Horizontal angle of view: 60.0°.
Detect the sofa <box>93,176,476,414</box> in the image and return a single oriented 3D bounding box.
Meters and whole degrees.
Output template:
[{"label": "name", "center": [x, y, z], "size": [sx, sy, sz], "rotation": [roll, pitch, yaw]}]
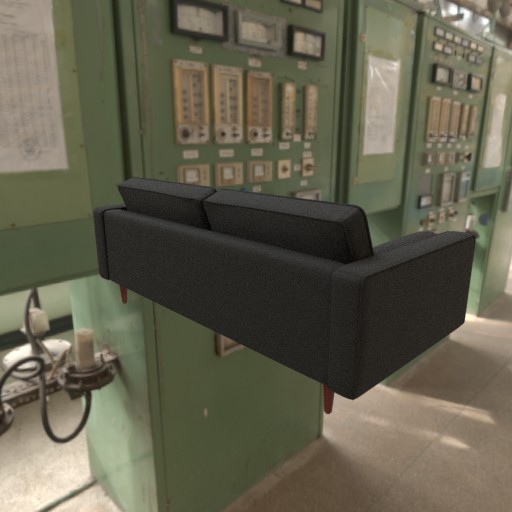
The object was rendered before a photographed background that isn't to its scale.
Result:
[{"label": "sofa", "center": [0.000, 0.000, 2.329], "size": [0.914, 0.759, 1.875], "rotation": [-14, 21, -42]}]
